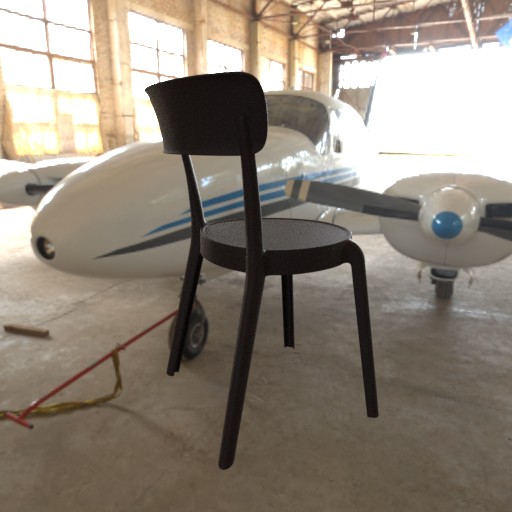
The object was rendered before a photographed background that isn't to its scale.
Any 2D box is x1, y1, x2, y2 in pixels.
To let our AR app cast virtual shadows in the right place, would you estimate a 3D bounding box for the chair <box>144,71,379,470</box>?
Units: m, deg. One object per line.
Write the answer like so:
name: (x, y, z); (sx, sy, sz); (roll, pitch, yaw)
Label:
chair: (0.000, 0.000, 1.114); (0.491, 0.790, 0.506); (-7, 16, -25)
